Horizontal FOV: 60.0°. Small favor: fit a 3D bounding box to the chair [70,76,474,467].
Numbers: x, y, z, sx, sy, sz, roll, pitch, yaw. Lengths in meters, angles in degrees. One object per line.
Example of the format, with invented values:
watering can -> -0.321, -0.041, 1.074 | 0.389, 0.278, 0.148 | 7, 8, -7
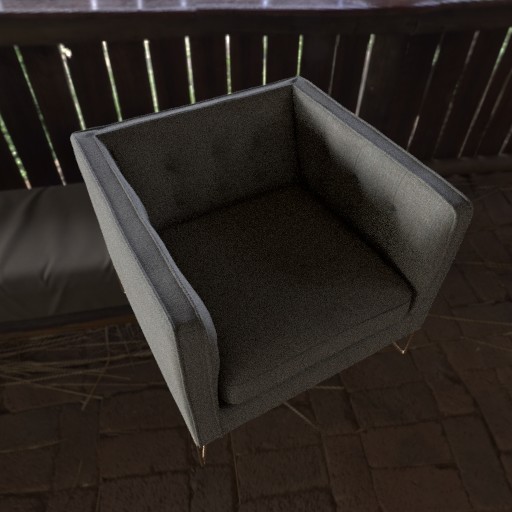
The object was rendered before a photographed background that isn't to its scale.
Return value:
chair -> 0.000, 0.000, 1.596 | 0.920, 0.799, 0.912 | -22, 50, -20
